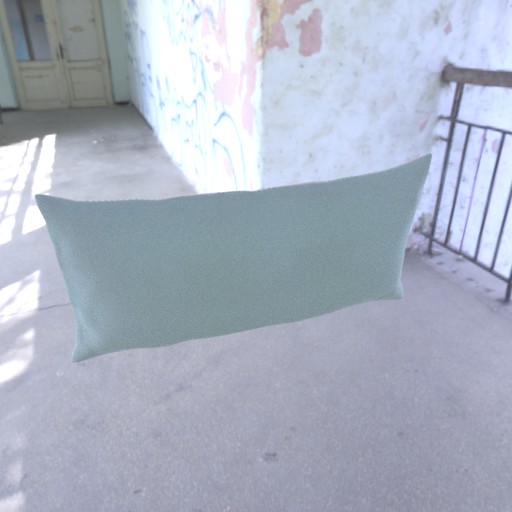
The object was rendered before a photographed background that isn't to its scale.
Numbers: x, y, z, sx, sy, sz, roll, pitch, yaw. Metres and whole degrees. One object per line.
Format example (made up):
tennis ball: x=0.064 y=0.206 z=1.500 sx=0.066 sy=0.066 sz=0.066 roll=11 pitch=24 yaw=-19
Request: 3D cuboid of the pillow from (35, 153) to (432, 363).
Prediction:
pillow: x=0.000 y=0.000 z=0.718 sx=0.610 sy=0.287 sz=0.151 roll=-9 pitch=29 yaw=-16
